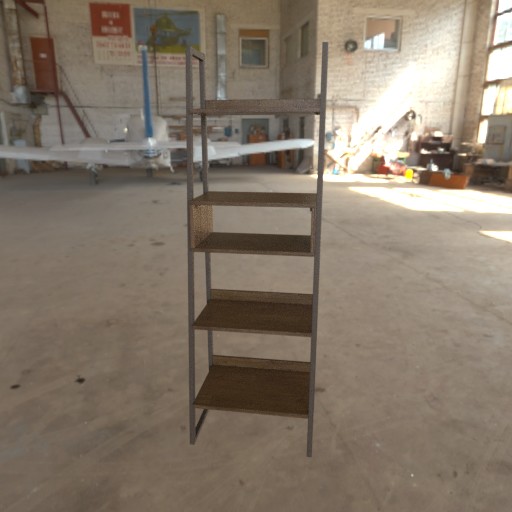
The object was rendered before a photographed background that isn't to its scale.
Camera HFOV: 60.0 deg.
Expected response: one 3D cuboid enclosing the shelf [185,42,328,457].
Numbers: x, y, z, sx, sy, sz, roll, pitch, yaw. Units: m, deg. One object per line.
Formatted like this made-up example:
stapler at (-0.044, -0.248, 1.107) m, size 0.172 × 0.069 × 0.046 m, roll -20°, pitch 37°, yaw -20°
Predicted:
shelf at (0.000, 0.000, 2.283) m, size 0.652 × 2.005 × 0.454 m, roll 2°, pitch 16°, yaw 8°
